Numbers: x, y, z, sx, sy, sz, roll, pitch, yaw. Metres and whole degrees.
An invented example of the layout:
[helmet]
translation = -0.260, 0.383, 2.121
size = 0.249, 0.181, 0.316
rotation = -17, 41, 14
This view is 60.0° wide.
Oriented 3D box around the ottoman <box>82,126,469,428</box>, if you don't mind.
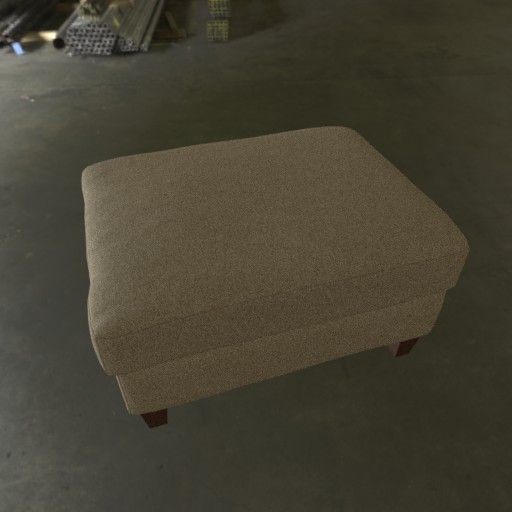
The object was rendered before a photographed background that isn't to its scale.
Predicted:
[ottoman]
translation = 0.000, 0.000, 1.306
size = 0.889, 0.511, 0.692
rotation = -12, 43, -13
